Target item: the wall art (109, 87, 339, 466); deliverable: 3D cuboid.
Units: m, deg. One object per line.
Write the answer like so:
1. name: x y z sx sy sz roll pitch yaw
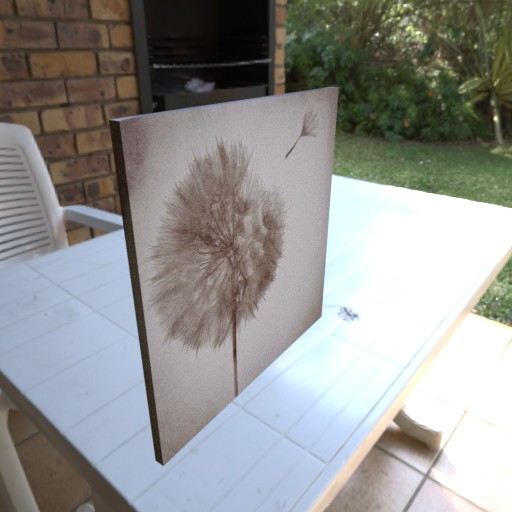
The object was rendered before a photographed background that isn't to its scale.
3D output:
1. wall art: 0.000 0.000 1.135 0.027 0.762 0.762 17 30 32
